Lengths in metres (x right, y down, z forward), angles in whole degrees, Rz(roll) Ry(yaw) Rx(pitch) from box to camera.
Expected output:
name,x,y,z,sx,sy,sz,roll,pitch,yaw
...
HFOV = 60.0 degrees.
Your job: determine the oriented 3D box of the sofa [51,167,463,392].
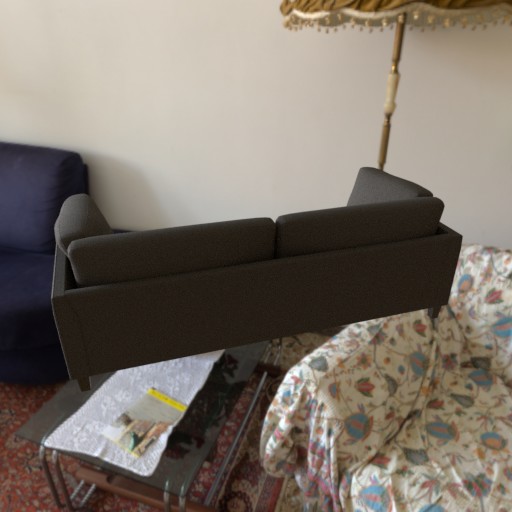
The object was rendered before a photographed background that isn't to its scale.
name,x,y,z,sx,sy,sz,roll,pitch,yaw
sofa,0.000,0.000,2.790,2.312,0.792,0.969,-8,28,-16
